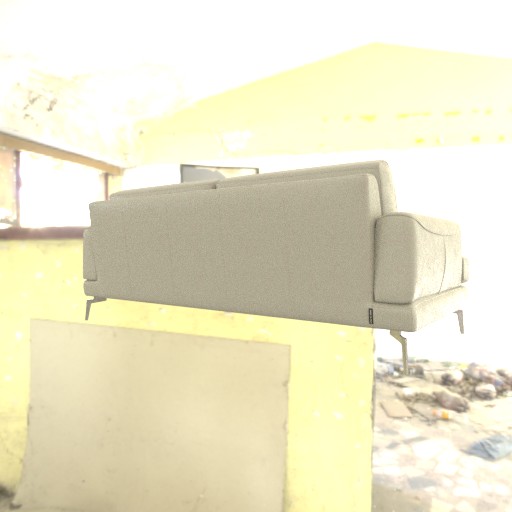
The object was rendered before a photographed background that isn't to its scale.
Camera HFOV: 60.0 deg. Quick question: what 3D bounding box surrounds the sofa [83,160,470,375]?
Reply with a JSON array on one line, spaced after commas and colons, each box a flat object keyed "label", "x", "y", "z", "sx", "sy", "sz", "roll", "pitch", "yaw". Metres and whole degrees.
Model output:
[{"label": "sofa", "x": 0.000, "y": 0.000, "z": 2.370, "sx": 1.940, "sy": 0.765, "sz": 0.974, "roll": 1, "pitch": 2, "yaw": 36}]
